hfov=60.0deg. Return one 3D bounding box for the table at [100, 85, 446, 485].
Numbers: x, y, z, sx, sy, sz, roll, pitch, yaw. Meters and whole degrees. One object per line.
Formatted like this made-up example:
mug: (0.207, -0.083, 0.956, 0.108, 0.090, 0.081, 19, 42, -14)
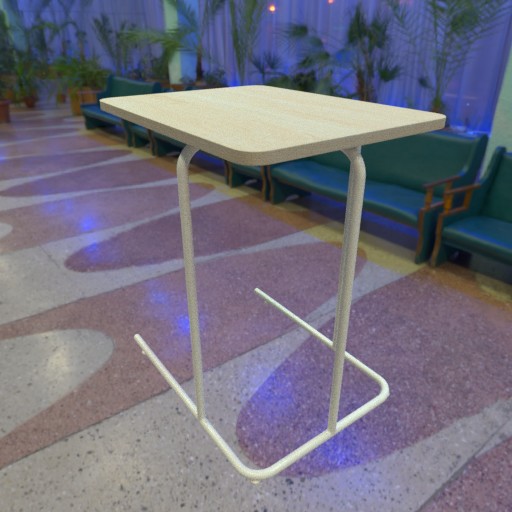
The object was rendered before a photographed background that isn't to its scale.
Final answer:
table: (0.000, 0.000, 0.851, 0.370, 0.550, 0.480, -19, 33, -32)
